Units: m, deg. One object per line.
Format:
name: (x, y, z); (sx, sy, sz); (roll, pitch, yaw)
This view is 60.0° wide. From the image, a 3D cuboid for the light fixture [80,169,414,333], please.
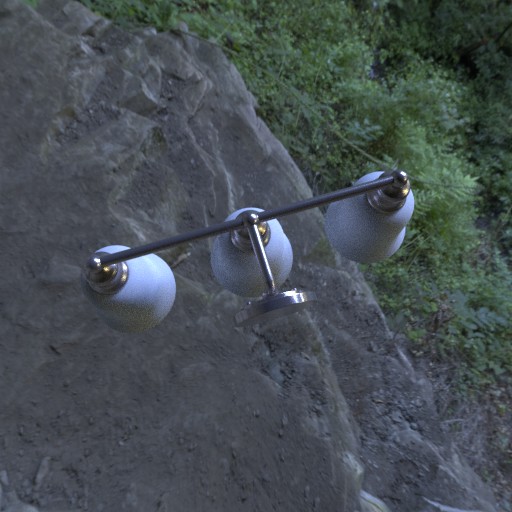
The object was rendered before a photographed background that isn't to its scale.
light fixture: (0.000, 0.000, 0.675); (0.570, 0.211, 0.198); (-16, 76, -4)
